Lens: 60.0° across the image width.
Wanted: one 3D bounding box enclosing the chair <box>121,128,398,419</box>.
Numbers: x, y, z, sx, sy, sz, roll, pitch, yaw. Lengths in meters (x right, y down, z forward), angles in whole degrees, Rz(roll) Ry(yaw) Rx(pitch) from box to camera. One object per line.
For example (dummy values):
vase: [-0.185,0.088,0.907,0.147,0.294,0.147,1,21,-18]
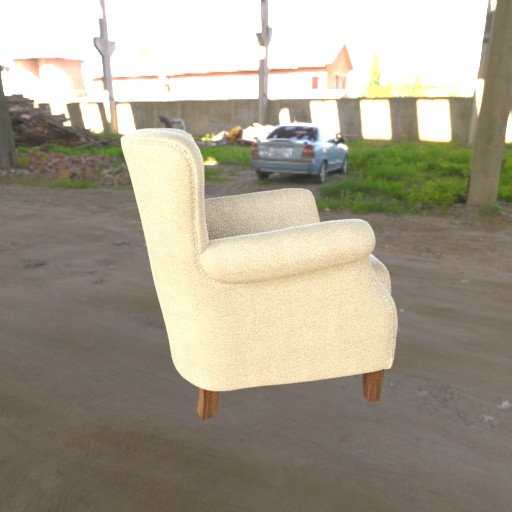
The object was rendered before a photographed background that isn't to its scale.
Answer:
chair: [0.000,0.000,1.695,0.921,0.936,0.861,-3,17,-8]
